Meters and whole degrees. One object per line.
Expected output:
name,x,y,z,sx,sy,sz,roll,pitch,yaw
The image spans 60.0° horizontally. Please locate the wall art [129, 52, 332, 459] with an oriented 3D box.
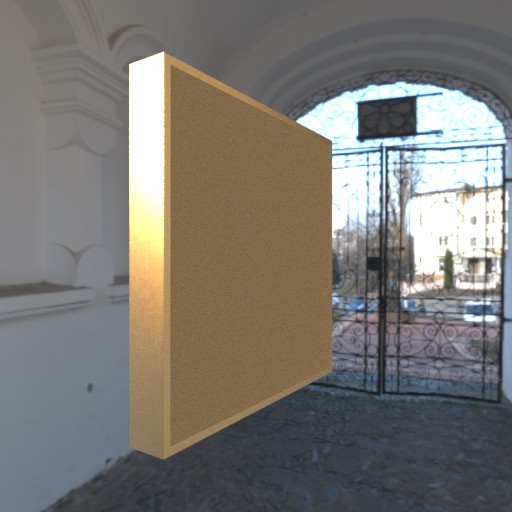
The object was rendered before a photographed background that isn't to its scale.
wall art,0.000,0.000,0.468,0.038,0.304,0.304,0,0,34
